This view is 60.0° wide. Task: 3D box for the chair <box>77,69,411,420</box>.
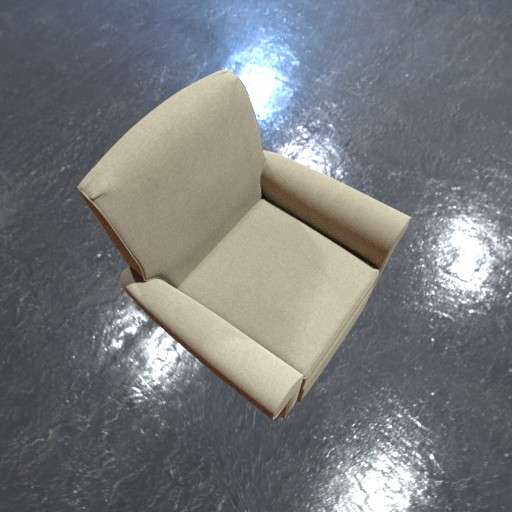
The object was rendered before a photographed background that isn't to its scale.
[{"bbox_3d":[0.000,0.000,1.812,0.905,1.061,0.978,33,64,18],"label":"chair"}]
